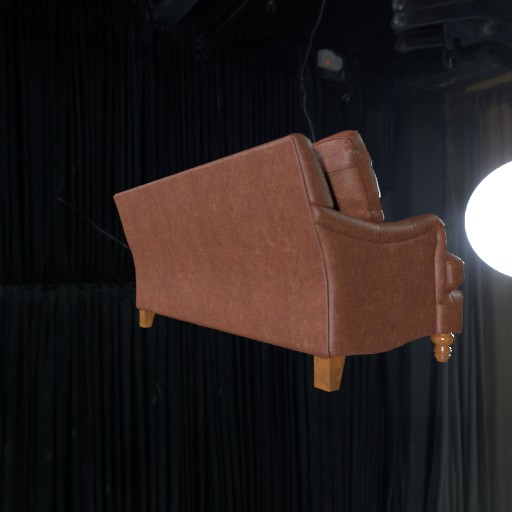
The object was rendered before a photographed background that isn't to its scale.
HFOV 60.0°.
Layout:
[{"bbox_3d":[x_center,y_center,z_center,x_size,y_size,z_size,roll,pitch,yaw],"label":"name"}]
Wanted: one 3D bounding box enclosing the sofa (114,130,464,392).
[{"bbox_3d":[0.000,0.000,2.777,1.147,1.071,2.144,0,0,-36],"label":"sofa"}]
